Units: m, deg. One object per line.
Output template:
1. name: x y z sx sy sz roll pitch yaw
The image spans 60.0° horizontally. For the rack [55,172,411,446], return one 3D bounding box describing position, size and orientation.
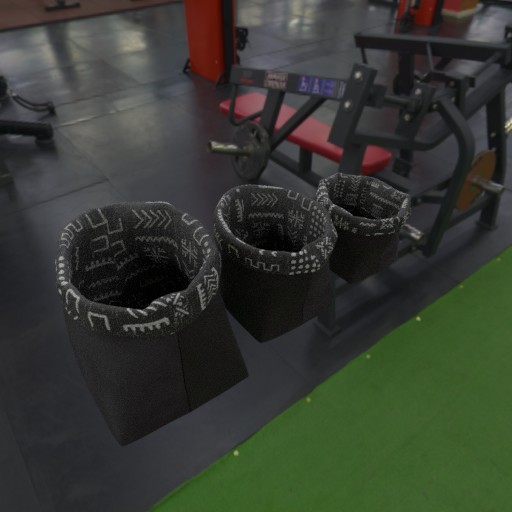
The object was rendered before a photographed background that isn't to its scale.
1. rack: 0.000 0.000 1.069 0.905 0.323 0.379 -25 47 -26
